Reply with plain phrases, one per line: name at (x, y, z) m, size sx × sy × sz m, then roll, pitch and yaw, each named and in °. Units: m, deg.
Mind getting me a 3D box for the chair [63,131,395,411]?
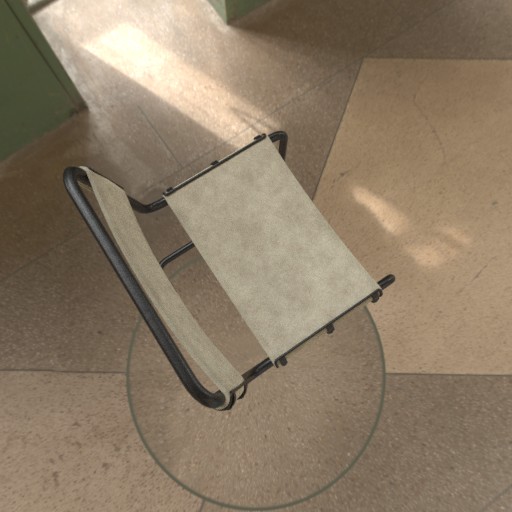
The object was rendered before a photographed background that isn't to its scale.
chair at (0.000, 0.000, 1.072) m, size 0.497 × 0.747 × 0.499 m, roll -33°, pitch 78°, yaw -8°
